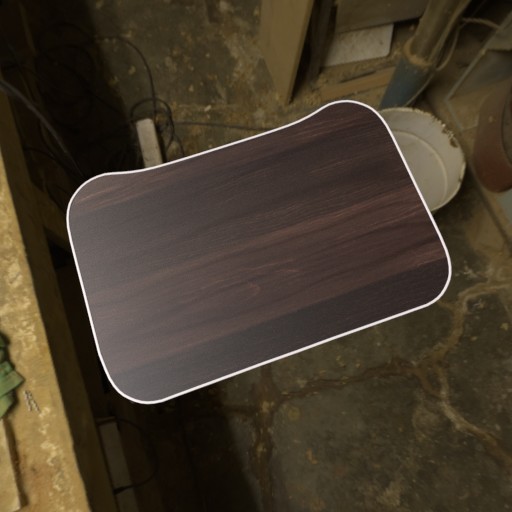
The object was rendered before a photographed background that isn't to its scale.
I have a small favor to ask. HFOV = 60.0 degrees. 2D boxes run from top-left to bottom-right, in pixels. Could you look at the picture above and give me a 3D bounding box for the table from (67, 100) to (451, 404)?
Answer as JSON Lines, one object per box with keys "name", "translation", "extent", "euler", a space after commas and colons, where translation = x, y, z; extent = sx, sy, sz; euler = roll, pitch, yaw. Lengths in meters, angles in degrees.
{"name": "table", "translation": [0.000, 0.000, 0.859], "extent": [0.660, 0.232, 0.400], "euler": [-19, 76, -5]}
